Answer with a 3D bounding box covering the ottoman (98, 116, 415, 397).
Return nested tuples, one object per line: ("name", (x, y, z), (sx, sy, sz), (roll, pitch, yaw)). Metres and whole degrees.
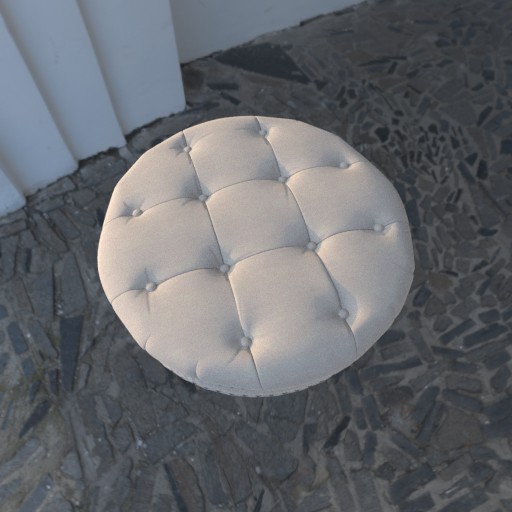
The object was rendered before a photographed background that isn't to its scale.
("ottoman", (0.000, 0.000, 1.382), (0.901, 0.439, 0.901), (0, 58, 0))
